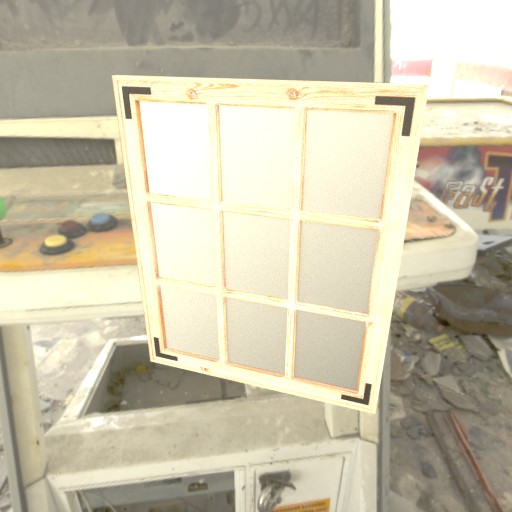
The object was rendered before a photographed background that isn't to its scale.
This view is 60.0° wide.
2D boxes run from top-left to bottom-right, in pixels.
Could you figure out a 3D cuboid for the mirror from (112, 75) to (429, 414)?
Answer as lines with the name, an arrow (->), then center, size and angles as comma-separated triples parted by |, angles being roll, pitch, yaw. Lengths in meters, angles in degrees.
mirror -> 0.000, 0.000, 1.188 | 0.730, 0.882, 0.032 | 8, 28, 16
